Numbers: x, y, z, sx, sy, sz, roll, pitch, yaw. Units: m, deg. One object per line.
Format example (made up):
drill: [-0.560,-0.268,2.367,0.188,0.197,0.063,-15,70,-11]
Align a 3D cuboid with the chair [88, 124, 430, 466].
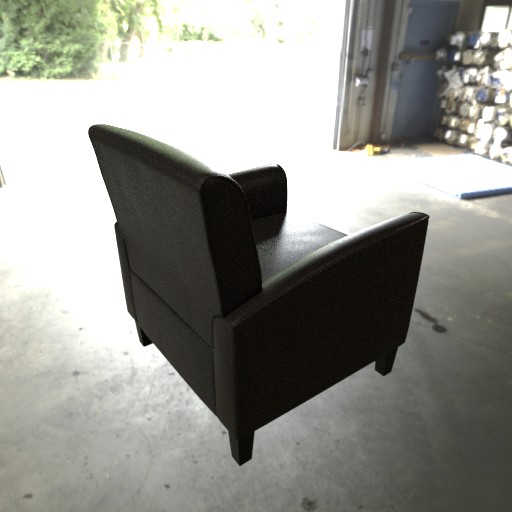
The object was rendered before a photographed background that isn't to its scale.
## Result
chair: [0.000,0.000,1.574,0.819,0.916,0.820,-18,32,-32]
